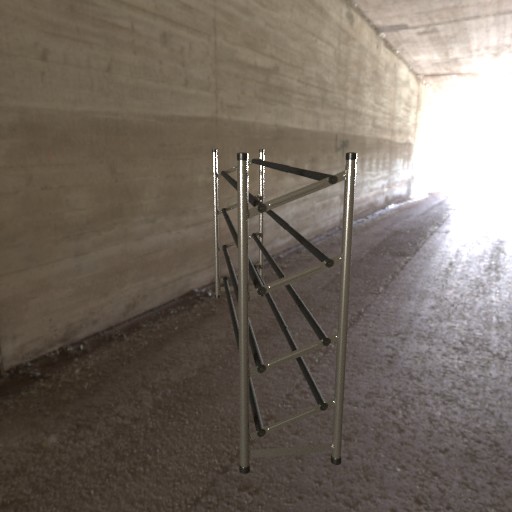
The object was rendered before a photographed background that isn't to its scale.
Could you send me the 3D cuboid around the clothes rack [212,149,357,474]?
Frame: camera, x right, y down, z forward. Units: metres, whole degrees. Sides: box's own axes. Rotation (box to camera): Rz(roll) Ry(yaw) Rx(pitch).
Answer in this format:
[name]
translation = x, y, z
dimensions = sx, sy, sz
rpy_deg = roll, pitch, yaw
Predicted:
[clothes rack]
translation = 0.000, 0.000, 1.446
dimensions = 0.229, 0.672, 1.168
rpy_deg = -2, 14, -7
